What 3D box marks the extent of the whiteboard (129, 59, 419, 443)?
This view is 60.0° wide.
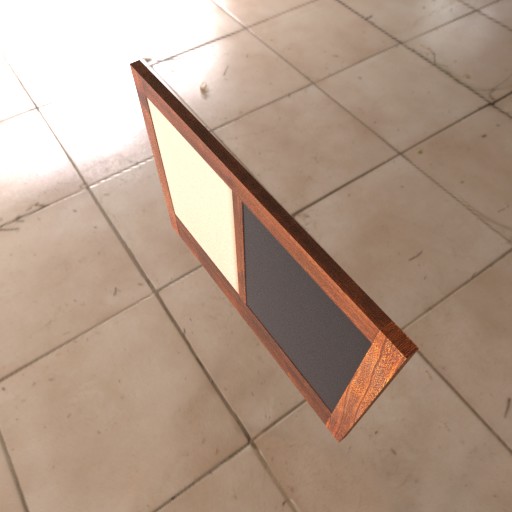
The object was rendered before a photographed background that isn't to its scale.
[{"bbox_3d":[0.000,0.000,0.977,0.083,0.553,0.768,-31,62,-19],"label":"whiteboard"}]
